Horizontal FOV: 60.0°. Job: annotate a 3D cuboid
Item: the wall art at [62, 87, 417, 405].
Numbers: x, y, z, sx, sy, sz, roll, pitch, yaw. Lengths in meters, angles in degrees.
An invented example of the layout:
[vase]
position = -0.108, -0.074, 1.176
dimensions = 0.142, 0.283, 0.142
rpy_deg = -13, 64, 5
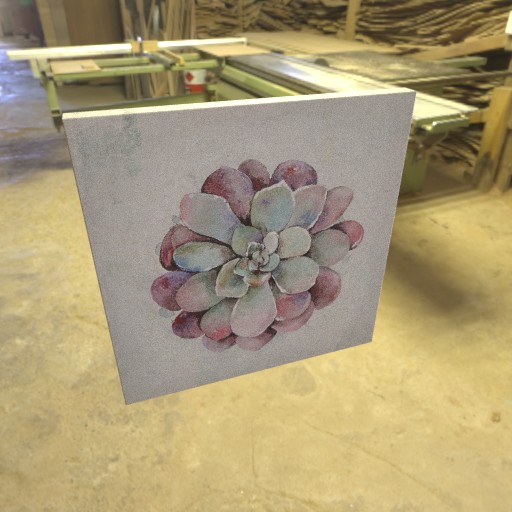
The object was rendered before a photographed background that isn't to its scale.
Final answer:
[wall art]
position = 0.000, 0.000, 0.895
dimensions = 0.605, 0.605, 0.044
rpy_deg = -10, 33, -16
